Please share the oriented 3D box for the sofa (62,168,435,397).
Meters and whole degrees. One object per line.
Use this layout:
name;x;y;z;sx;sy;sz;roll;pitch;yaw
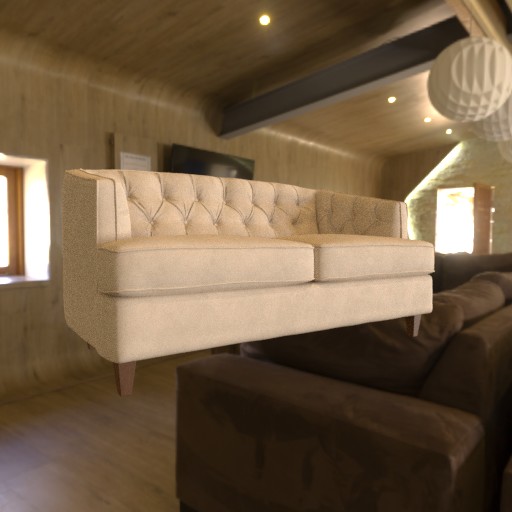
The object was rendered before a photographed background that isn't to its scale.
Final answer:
sofa;0.000;0.000;2.221;1.731;0.878;0.940;-2;3;-35
